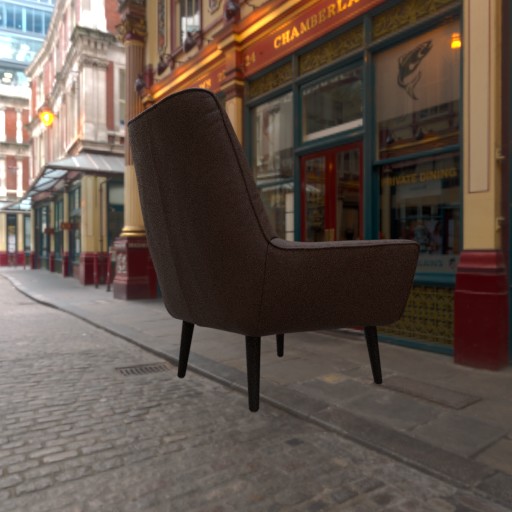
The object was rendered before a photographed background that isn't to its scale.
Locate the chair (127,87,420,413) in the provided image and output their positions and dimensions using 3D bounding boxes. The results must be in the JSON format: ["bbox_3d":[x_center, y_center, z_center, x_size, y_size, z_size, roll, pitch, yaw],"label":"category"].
[{"bbox_3d":[0.000,0.000,1.542,0.824,0.888,0.787,0,0,-37],"label":"chair"}]
